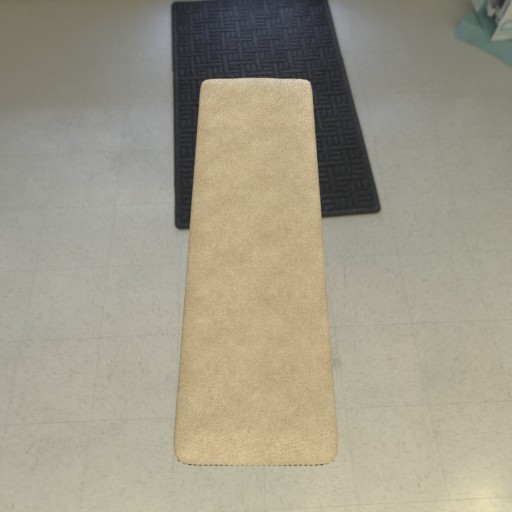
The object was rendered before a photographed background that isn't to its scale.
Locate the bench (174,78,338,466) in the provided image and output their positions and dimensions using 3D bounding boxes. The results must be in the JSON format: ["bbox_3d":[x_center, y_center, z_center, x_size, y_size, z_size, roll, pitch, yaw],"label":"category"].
[{"bbox_3d":[0.000,0.000,1.726,0.470,0.447,1.482,0,64,0],"label":"bench"}]
